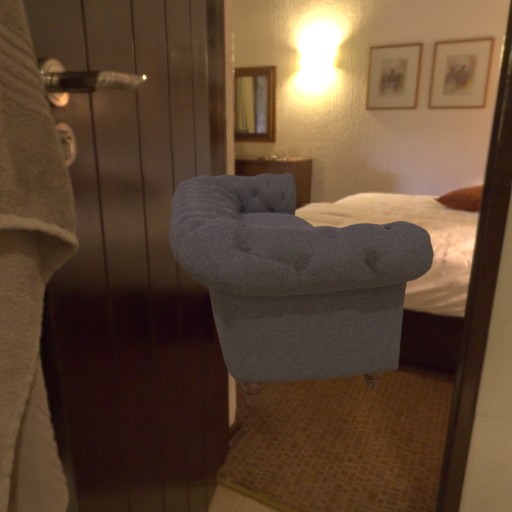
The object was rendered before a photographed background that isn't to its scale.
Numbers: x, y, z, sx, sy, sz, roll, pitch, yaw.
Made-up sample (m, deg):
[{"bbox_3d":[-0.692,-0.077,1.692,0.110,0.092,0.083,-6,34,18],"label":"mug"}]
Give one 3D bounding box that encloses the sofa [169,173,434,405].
[{"bbox_3d":[0.000,0.000,2.814,1.046,0.836,2.335,-3,16,-9],"label":"sofa"}]
